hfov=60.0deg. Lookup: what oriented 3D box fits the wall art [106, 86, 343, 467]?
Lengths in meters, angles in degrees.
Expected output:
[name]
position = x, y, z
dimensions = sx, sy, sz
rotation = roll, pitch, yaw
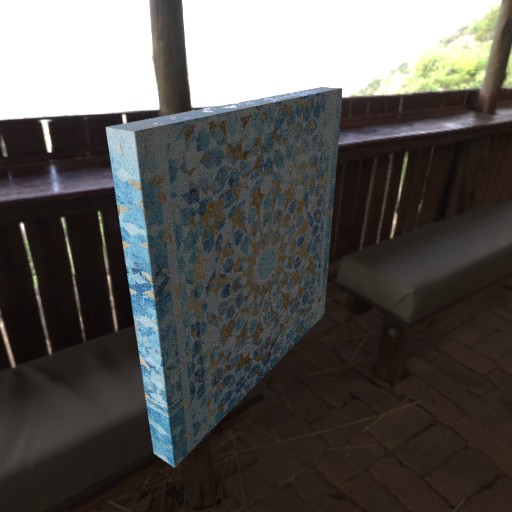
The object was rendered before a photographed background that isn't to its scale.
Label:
[wall art]
position = 0.000, 0.000, 0.613
dimensions = 0.037, 0.405, 0.405
rotation = 17, 31, 31
